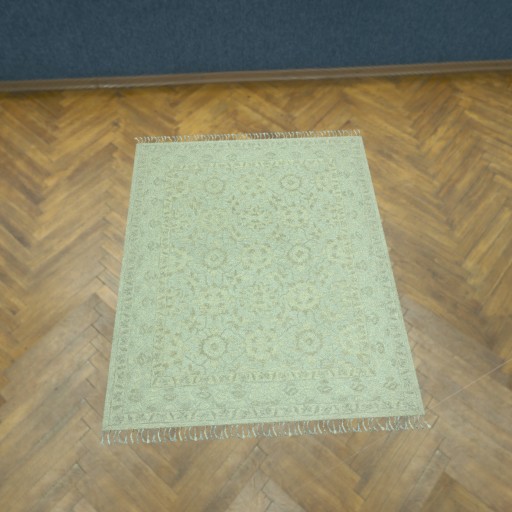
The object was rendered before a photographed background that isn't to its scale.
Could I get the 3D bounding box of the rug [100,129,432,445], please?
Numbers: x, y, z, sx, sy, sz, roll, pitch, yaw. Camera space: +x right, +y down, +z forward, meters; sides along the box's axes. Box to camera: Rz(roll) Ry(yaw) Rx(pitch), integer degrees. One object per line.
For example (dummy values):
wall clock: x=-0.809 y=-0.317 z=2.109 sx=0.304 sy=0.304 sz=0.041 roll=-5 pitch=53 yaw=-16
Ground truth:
rug: x=0.000 y=0.000 z=3.976 sx=2.444 sy=0.013 sz=3.043 roll=-2 pitch=60 yaw=-1
